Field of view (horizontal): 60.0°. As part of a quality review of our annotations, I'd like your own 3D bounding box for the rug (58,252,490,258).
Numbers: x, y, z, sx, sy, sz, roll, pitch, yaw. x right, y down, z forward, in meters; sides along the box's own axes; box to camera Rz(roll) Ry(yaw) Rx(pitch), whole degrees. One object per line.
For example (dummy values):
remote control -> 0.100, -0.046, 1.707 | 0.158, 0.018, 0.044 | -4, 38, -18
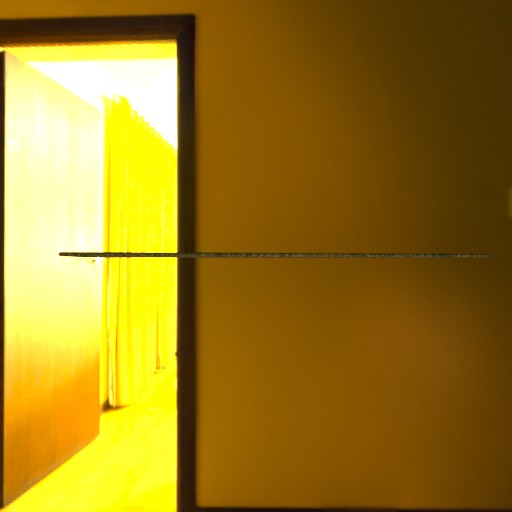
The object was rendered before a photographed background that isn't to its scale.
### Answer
rug -> 0.000, 0.000, 4.239 | 3.217, 0.027, 2.405 | 0, 0, -18
